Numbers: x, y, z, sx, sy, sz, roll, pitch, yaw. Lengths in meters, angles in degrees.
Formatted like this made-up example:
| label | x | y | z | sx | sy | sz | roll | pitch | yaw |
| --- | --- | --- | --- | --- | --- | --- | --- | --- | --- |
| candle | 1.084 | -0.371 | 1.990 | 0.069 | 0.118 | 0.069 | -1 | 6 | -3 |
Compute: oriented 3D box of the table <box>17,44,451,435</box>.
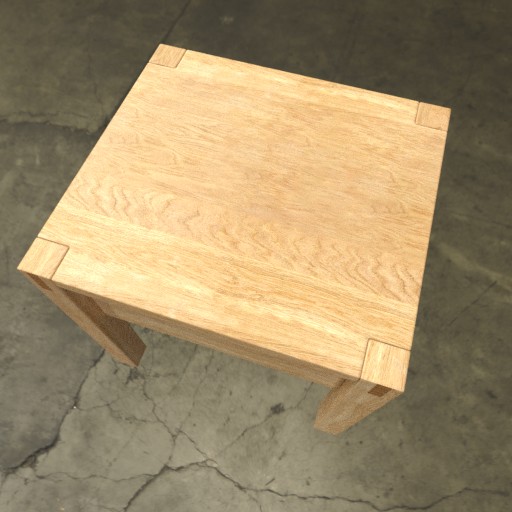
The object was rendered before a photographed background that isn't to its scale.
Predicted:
| label | x | y | z | sx | sy | sz | roll | pitch | yaw |
| --- | --- | --- | --- | --- | --- | --- | --- | --- | --- |
| table | 0.000 | 0.000 | 0.808 | 0.480 | 0.450 | 0.440 | 16 | 64 | 8 |
